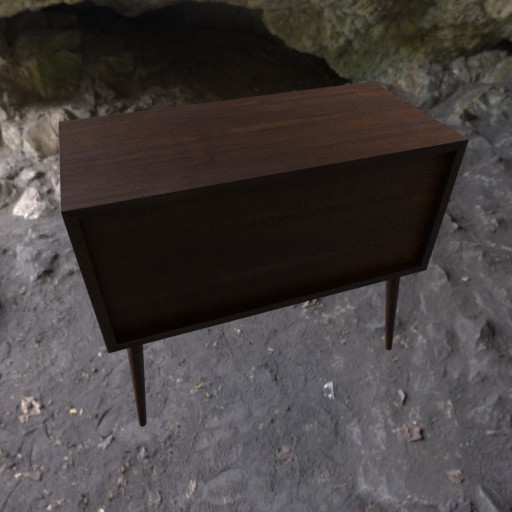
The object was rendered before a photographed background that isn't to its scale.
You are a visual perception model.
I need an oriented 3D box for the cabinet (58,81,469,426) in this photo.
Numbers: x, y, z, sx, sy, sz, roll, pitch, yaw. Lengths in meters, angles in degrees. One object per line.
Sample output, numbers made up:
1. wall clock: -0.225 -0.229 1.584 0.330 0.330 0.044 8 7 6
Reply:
1. cabinet: 0.000 0.000 1.094 0.743 0.654 0.354 -13 41 -15
